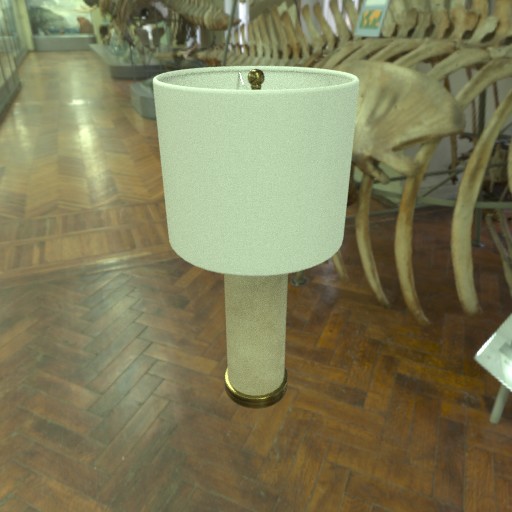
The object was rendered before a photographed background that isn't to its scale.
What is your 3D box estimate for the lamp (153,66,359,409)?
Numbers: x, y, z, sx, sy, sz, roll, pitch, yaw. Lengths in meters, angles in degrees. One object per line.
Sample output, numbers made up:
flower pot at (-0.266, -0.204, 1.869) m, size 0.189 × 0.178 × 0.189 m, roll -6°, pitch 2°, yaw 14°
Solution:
lamp at (0.000, 0.000, 0.811) m, size 0.305 × 0.634 × 0.305 m, roll 21°, pitch 34°, yaw 33°
